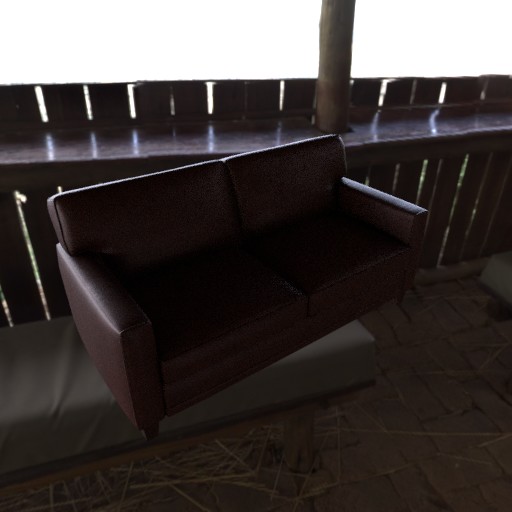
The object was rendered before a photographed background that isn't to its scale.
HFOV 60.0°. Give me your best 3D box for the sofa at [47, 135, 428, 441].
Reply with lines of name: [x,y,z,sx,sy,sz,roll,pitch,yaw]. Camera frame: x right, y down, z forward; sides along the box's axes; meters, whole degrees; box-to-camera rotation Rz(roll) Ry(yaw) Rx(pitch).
sofa: [0.000,0.000,2.408,1.876,0.928,0.912,-20,36,-31]
